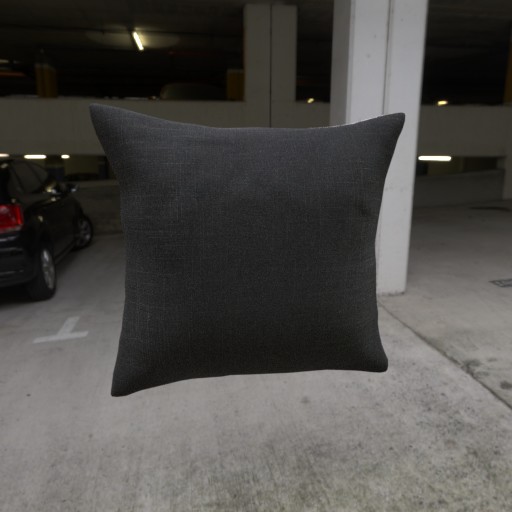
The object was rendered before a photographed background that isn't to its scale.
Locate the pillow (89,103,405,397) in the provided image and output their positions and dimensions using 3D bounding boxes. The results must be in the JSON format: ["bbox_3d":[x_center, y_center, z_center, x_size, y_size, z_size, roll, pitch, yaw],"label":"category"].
[{"bbox_3d":[0.000,0.000,0.691,0.468,0.444,0.138,-2,13,-9],"label":"pillow"}]
